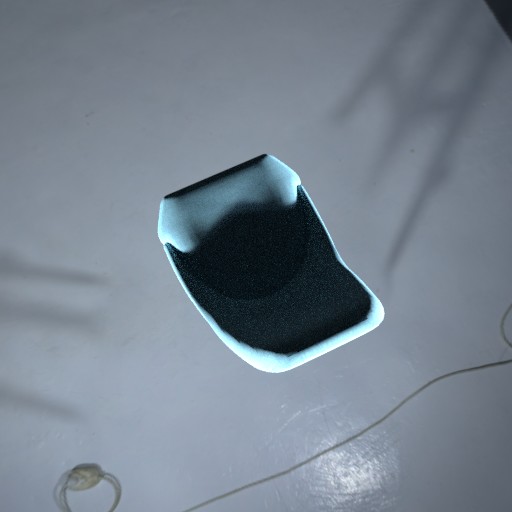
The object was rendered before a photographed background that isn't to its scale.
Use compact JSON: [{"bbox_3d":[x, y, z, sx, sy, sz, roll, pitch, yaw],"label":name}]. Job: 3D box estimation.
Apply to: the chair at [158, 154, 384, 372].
[{"bbox_3d":[0.000,0.000,1.368,0.510,1.040,0.660,-24,77,-6],"label":"chair"}]
